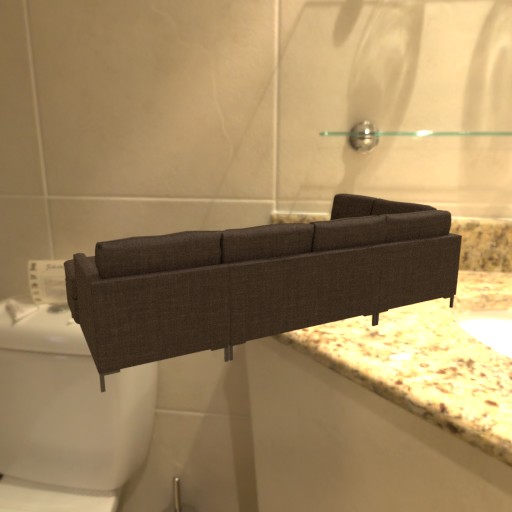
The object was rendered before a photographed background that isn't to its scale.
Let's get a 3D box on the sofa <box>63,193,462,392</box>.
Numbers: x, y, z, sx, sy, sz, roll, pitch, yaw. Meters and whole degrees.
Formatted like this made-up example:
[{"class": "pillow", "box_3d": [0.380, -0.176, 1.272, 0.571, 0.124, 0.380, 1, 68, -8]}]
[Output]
[{"class": "sofa", "box_3d": [0.000, 0.000, 4.355, 3.423, 0.999, 2.048, -7, 15, -27]}]
